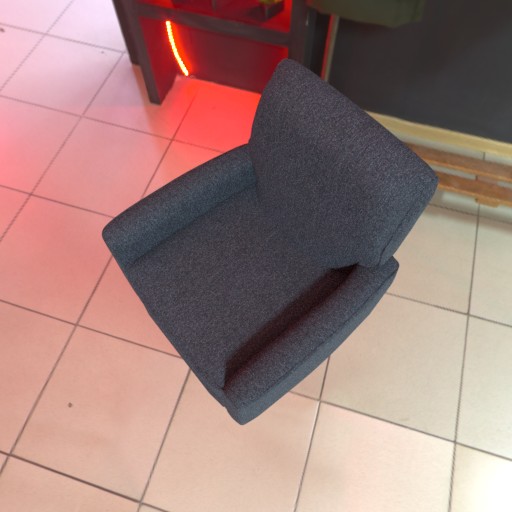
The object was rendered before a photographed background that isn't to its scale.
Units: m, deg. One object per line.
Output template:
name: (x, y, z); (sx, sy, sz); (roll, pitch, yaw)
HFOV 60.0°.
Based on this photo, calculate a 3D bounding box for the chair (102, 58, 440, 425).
chair: (0.000, 0.000, 1.650); (0.850, 1.016, 0.839); (-37, 69, -17)
